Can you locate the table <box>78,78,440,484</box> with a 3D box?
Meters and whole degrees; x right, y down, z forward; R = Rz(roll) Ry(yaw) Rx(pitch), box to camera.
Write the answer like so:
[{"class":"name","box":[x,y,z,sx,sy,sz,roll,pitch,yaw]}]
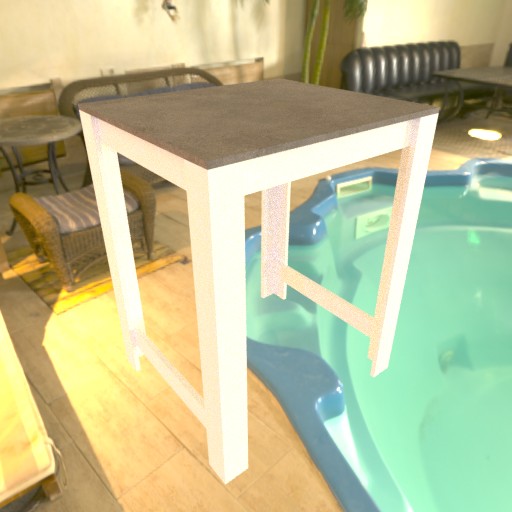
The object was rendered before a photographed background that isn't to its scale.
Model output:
[{"class":"table","box":[0.000,0.000,1.555,0.800,1.020,0.700,-22,36,-33]}]
